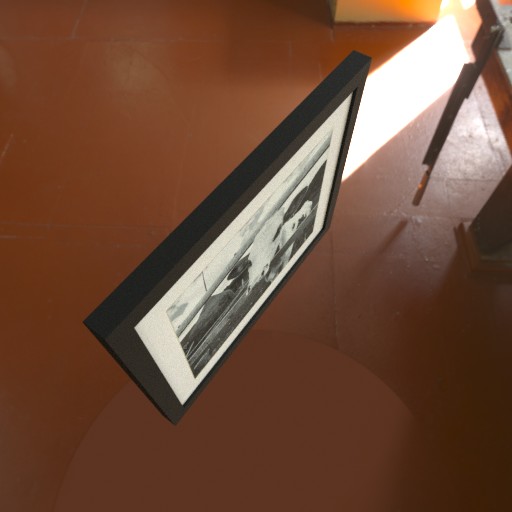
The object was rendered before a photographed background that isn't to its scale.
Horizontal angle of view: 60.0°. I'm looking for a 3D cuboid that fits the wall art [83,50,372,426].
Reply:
[{"bbox_3d":[0.000,0.000,0.549,0.024,0.329,0.404,32,64,18],"label":"wall art"}]
